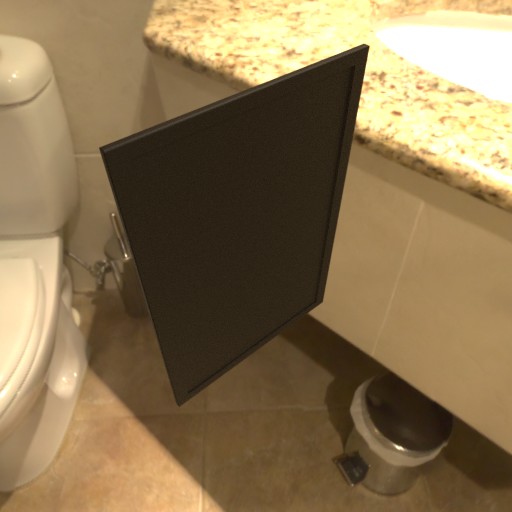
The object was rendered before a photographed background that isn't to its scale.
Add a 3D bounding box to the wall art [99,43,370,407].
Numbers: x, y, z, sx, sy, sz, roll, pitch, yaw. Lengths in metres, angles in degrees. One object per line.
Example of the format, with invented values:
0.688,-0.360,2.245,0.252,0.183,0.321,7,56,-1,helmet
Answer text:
0.000,0.000,0.837,0.451,0.661,0.012,-31,55,-26,wall art
